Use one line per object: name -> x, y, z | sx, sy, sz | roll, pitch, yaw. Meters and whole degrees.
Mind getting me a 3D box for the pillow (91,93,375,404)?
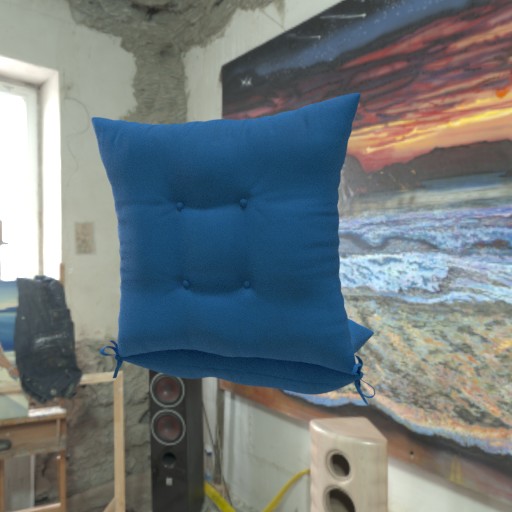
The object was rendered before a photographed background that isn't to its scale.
pillow -> 0.000, 0.000, 1.011 | 0.541, 0.536, 0.585 | 0, 1, 17
